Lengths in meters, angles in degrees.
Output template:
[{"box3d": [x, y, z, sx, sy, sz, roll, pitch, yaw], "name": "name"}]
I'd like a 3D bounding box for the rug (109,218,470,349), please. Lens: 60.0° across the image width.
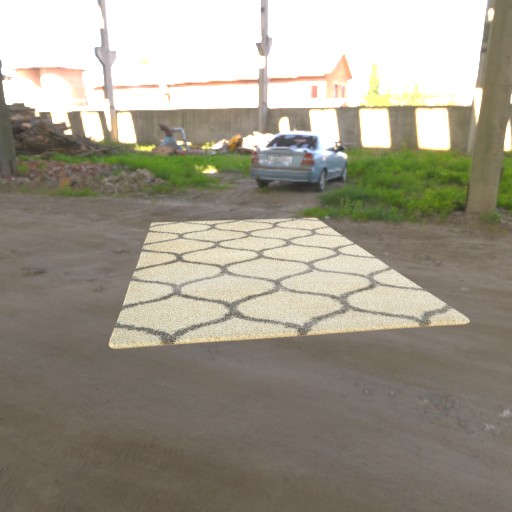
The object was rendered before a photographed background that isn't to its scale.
[{"box3d": [0.000, 0.000, 2.900, 1.501, 0.024, 2.348, -2, 16, -9], "name": "rug"}]
